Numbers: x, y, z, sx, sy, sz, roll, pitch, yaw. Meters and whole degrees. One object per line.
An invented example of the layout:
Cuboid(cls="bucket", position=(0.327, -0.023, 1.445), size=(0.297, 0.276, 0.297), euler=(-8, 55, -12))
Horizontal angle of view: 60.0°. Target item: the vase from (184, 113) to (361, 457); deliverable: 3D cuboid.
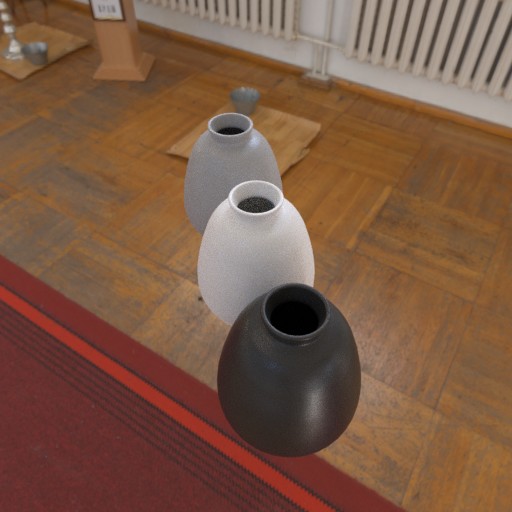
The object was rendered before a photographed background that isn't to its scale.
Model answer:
Cuboid(cls="vase", position=(0.000, 0.000, 0.357), size=(0.097, 0.122, 0.297), euler=(-9, 48, -9))
